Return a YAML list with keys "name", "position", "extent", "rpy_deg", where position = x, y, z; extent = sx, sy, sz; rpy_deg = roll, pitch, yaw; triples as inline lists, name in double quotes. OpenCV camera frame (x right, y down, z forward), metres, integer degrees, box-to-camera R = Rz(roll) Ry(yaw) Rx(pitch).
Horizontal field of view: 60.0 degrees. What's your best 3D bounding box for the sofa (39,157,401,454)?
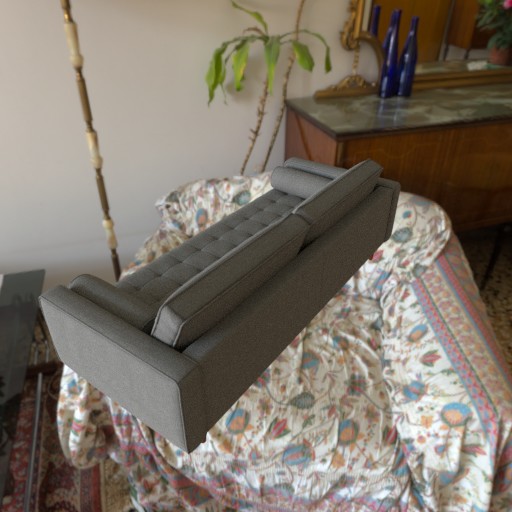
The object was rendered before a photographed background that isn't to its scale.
- name: "sofa"
  position: [0.000, 0.000, 2.635]
  extent: [0.914, 0.762, 2.198]
  rpy_deg: [21, 39, 29]
